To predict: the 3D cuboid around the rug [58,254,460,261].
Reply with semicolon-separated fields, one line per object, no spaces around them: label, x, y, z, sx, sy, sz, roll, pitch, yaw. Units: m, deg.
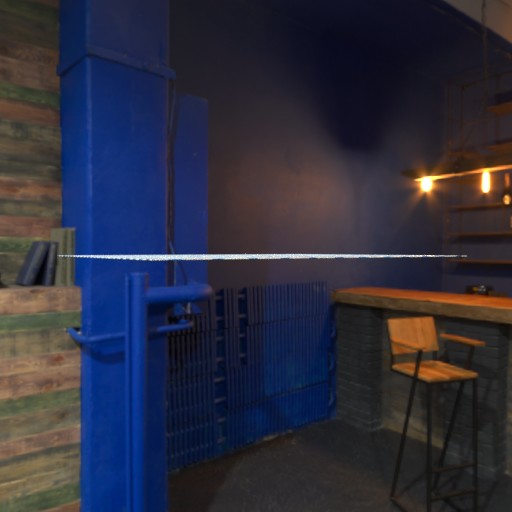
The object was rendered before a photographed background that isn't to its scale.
rug;0.000;0.000;4.234;3.059;0.008;2.453;0;1;-35
